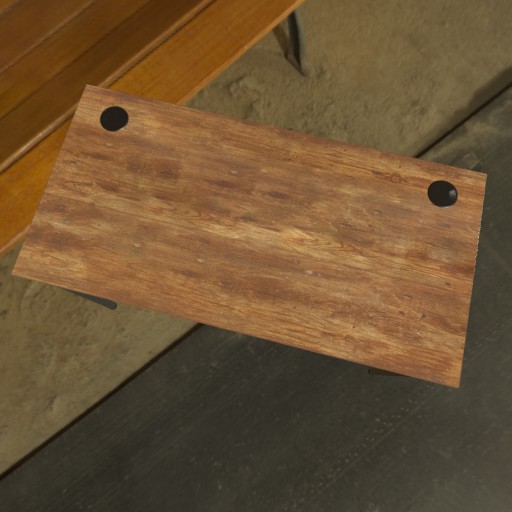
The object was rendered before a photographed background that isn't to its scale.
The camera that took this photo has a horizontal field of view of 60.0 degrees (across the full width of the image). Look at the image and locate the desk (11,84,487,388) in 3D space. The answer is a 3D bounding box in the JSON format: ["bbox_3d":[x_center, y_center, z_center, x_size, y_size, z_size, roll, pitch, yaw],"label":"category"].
[{"bbox_3d":[0.000,0.000,1.579,1.200,0.749,0.600,14,76,3],"label":"desk"}]
